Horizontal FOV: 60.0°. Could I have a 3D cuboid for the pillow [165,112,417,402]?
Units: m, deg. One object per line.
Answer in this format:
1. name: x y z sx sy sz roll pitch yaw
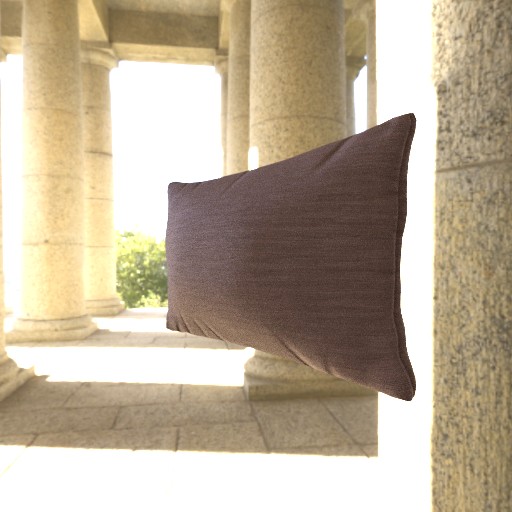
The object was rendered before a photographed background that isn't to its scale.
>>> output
1. pillow: 0.000 0.000 0.768 0.210 0.338 0.633 0 0 -37
